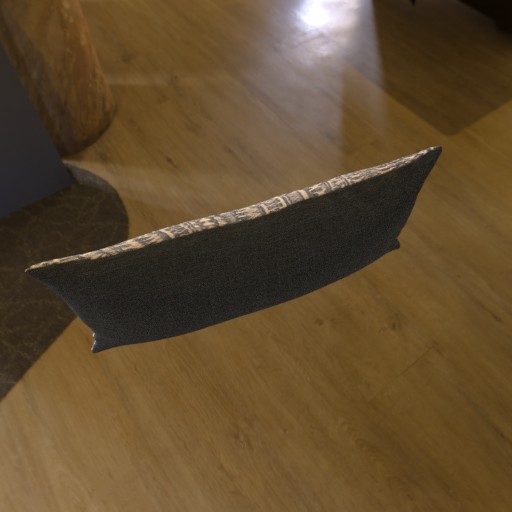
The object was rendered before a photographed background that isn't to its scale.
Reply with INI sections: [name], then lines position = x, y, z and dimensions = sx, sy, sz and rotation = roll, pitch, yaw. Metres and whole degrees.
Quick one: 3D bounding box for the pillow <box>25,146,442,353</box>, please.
[pillow]
position = 0.000, 0.000, 0.731
dimensions = 0.631, 0.292, 0.148
rotation = -18, 60, -11
